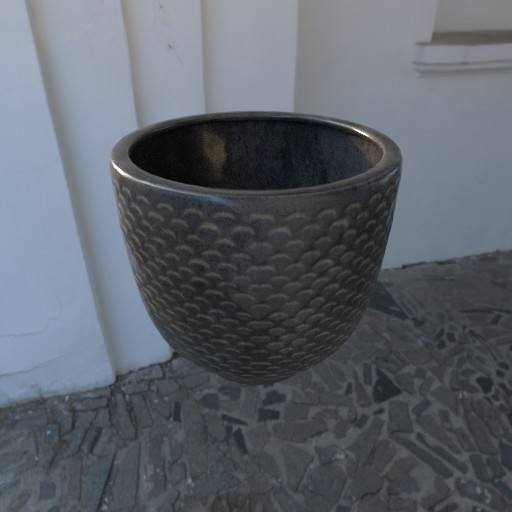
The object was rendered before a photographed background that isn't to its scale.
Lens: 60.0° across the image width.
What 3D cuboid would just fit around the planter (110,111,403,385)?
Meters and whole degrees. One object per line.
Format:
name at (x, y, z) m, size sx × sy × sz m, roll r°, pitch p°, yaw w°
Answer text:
planter at (0.000, 0.000, 0.307) m, size 0.172 × 0.160 × 0.172 m, roll 0°, pitch 31°, yaw 0°
